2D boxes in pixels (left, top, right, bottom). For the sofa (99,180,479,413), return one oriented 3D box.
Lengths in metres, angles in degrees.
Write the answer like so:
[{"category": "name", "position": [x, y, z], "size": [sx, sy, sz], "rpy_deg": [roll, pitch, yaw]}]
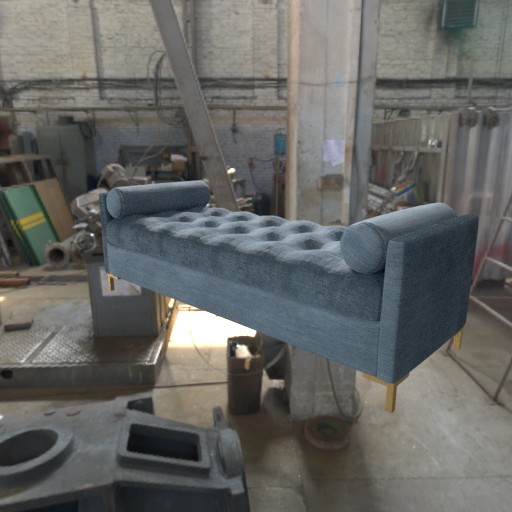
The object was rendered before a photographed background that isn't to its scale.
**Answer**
[{"category": "sofa", "position": [0.000, 0.000, 2.502], "size": [2.102, 0.705, 0.796], "rpy_deg": [13, 20, 41]}]
